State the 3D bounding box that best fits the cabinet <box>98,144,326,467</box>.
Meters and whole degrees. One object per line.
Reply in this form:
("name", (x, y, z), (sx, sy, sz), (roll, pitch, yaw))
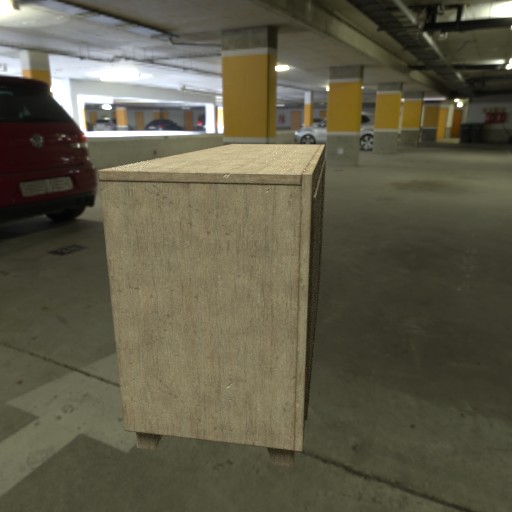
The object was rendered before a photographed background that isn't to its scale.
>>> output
("cabinet", (0.000, 0.000, 1.811), (0.511, 0.825, 1.460), (3, 17, 9))
